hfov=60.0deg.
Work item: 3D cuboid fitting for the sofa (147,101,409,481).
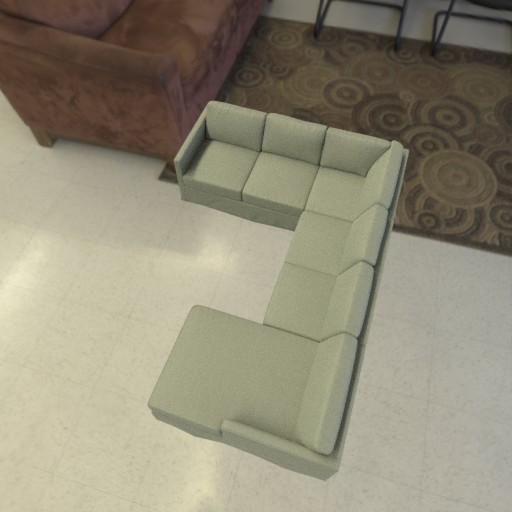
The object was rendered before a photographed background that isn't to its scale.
[{"bbox_3d":[0.000,0.000,4.467,2.427,0.882,3.460,16,59,10],"label":"sofa"}]
